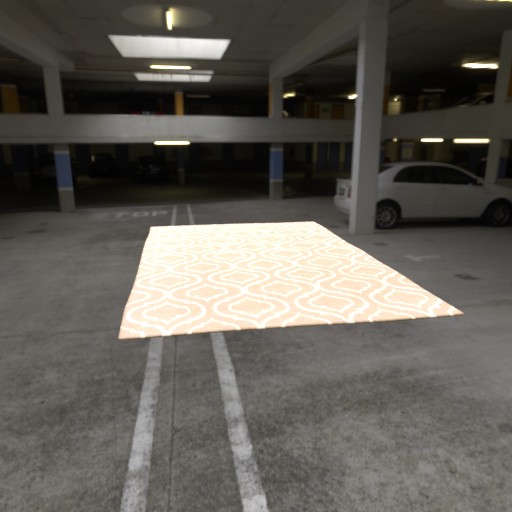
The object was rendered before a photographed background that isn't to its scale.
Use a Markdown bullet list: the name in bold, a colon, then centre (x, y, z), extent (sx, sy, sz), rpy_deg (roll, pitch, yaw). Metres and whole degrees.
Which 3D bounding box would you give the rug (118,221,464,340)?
- **rug**: centre (0.000, 0.000, 2.245), extent (1.152, 0.013, 1.761), rpy_deg (-3, 15, -10)
